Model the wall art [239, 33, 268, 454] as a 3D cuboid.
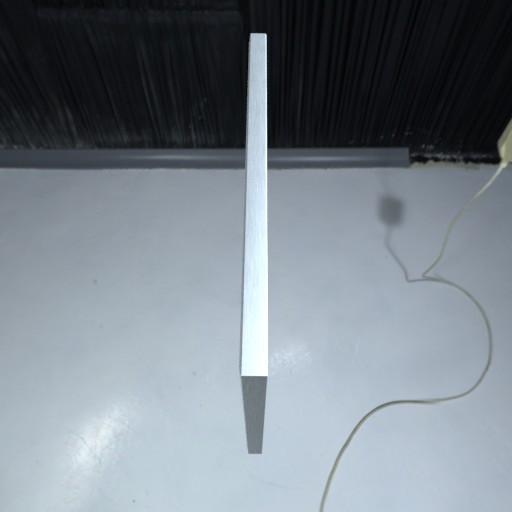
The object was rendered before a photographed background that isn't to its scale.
[{"bbox_3d":[0.000,0.000,0.755,0.028,0.457,0.556,0,58,0],"label":"wall art"}]
